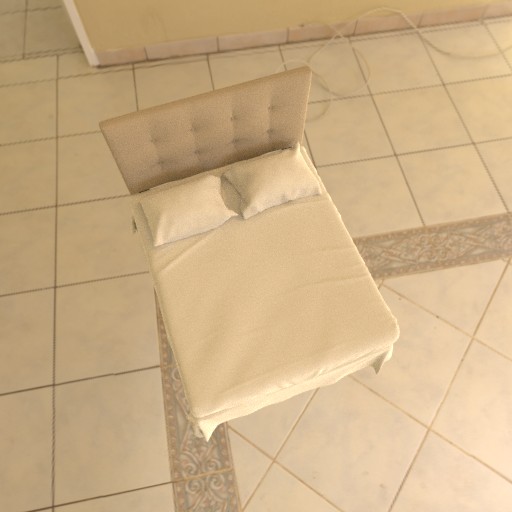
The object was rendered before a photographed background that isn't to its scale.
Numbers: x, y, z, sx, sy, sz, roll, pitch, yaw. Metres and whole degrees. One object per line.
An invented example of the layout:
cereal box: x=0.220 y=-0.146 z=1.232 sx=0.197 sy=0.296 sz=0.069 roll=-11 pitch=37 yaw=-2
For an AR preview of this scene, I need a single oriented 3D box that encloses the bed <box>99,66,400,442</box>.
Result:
bed: x=0.000 y=0.000 z=3.543 sx=1.936 sy=1.577 sz=2.222 roll=-18 pitch=66 yaw=-9
